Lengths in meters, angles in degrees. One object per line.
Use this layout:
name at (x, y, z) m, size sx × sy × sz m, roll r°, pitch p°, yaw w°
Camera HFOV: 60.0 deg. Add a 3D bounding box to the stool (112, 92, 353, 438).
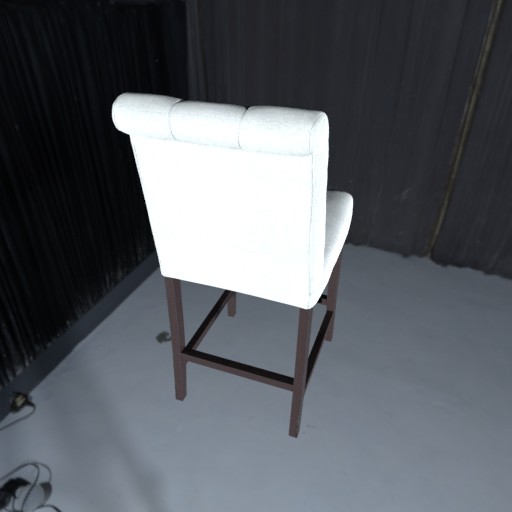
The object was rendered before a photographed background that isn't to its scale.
stool at (0.000, 0.000, 1.371) m, size 0.493 × 1.040 × 0.601 m, roll 11°, pitch 35°, yaw 17°
